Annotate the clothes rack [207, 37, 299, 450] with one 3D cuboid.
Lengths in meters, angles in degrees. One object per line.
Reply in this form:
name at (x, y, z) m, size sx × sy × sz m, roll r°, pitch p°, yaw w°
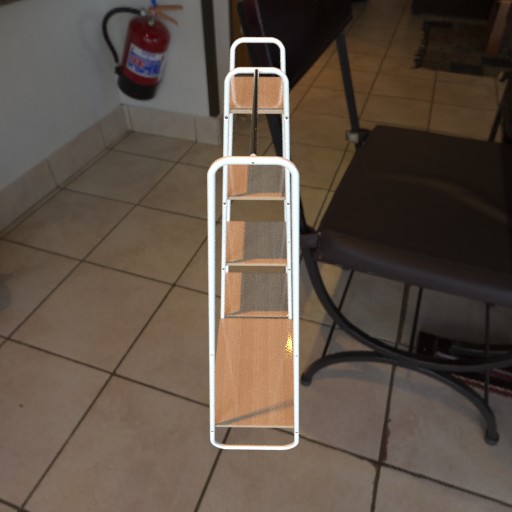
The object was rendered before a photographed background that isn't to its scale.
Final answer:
clothes rack at (0.000, 0.000, 1.928) m, size 0.400 × 1.500 × 1.011 m, roll 1°, pitch 41°, yaw 1°
